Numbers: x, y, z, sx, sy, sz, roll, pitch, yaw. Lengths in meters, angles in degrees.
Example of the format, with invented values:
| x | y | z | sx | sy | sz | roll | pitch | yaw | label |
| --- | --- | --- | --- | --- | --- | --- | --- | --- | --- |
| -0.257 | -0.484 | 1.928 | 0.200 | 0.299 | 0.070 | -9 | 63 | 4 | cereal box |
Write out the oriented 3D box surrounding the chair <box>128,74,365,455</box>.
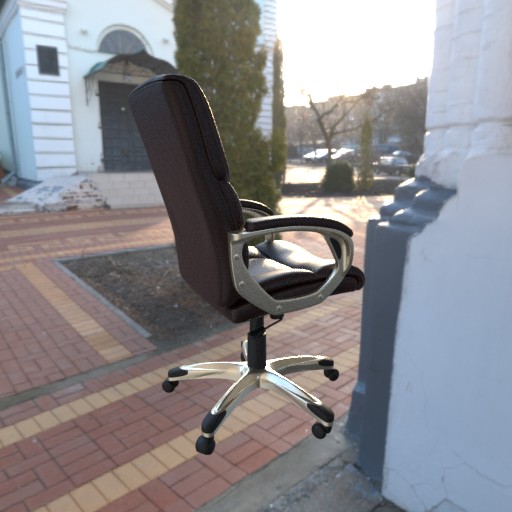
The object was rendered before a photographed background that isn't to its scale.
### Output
| x | y | z | sx | sy | sz | roll | pitch | yaw | label |
| --- | --- | --- | --- | --- | --- | --- | --- | --- | --- |
| 0.000 | 0.000 | 1.546 | 0.739 | 1.107 | 0.662 | -6 | 15 | -26 | chair |
